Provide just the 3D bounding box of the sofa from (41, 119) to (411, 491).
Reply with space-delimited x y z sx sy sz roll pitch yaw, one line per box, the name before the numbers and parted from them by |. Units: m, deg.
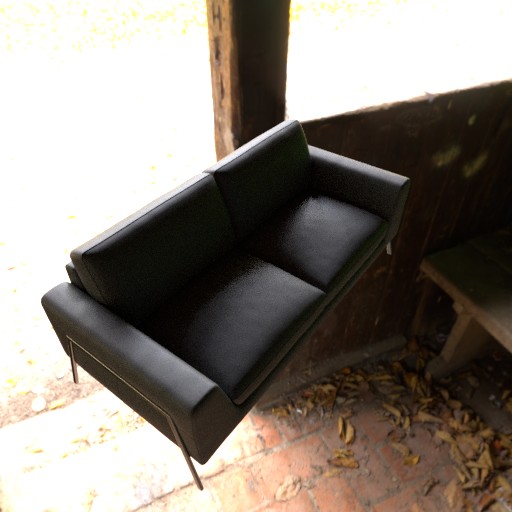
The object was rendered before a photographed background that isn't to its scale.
sofa | 0.000 0.000 2.486 0.953 0.875 2.017 26 47 27
